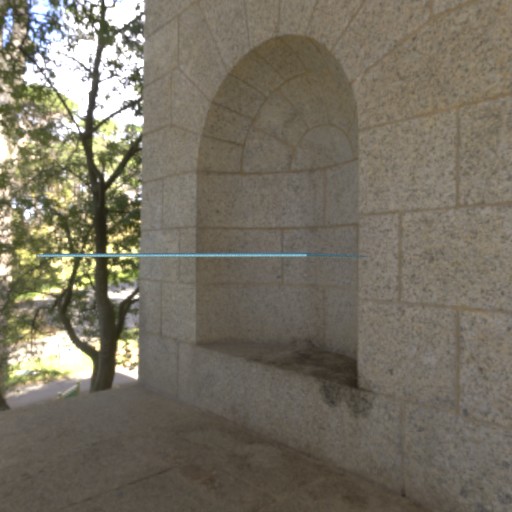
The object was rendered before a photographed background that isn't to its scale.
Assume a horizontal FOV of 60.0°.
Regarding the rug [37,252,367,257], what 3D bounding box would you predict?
[{"bbox_3d":[0.000,0.000,1.450,0.604,0.007,1.219,0,0,19],"label":"rug"}]
